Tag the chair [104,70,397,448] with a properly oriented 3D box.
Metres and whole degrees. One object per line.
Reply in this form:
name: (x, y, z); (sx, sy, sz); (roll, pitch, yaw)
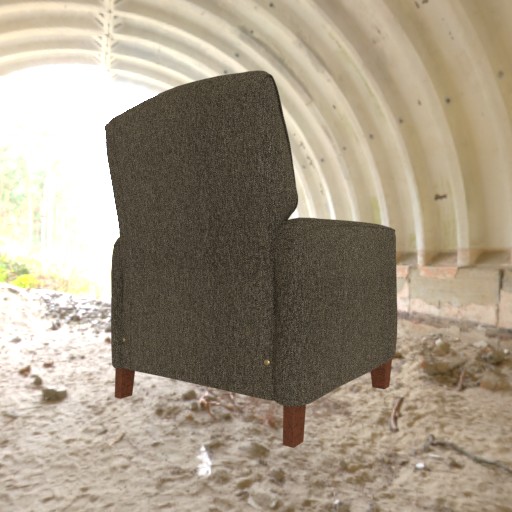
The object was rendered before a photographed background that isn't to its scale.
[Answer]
chair: (0.000, 0.000, 1.652); (0.848, 1.014, 0.864); (-1, -1, 36)
